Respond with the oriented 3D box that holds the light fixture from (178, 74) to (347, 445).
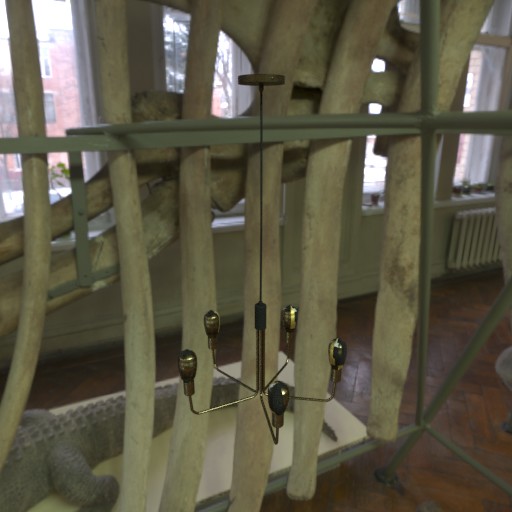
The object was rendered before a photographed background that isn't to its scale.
[{"bbox_3d":[0.000,0.000,1.398,0.532,1.059,0.588,-8,19,-26],"label":"light fixture"}]
